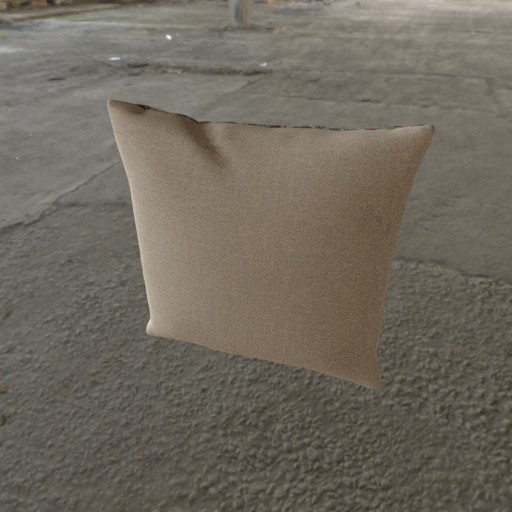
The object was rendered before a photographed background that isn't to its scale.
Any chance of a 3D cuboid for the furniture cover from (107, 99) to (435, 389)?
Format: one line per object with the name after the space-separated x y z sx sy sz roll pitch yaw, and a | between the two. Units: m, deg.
0.000 0.000 0.669 0.431 0.431 0.139 10 34 15 | furniture cover
